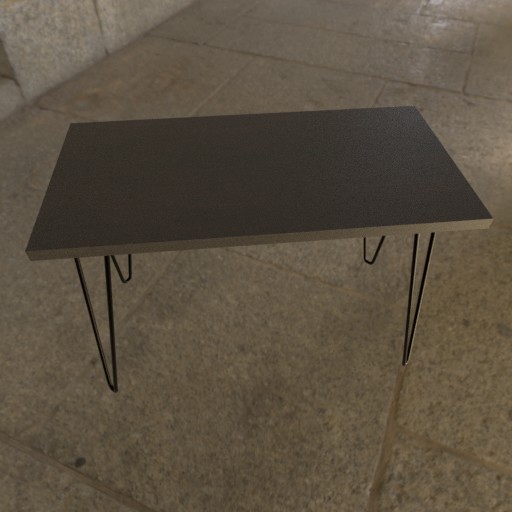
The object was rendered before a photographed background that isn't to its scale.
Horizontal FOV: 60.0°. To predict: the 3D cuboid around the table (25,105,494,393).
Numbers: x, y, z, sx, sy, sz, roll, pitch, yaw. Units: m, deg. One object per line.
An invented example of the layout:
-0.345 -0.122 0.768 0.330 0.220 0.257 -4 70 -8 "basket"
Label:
0.000 0.000 1.342 0.991 0.660 0.499 -4 47 -4 "table"
